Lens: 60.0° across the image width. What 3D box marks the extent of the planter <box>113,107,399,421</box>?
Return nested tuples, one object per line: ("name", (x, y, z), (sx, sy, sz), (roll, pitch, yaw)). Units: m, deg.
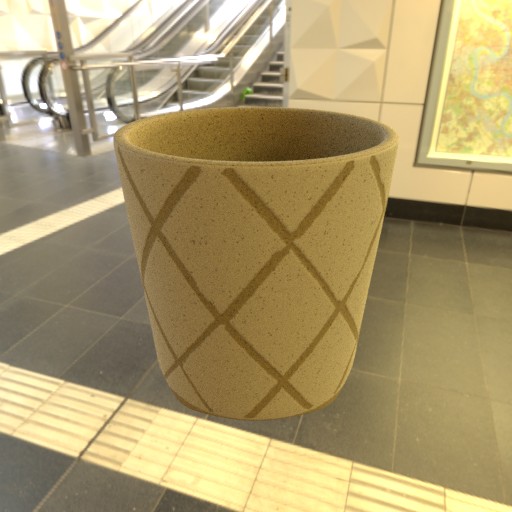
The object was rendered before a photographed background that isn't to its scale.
("planter", (0.000, 0.000, 0.352), (0.191, 0.199, 0.191), (0, 27, 0))
